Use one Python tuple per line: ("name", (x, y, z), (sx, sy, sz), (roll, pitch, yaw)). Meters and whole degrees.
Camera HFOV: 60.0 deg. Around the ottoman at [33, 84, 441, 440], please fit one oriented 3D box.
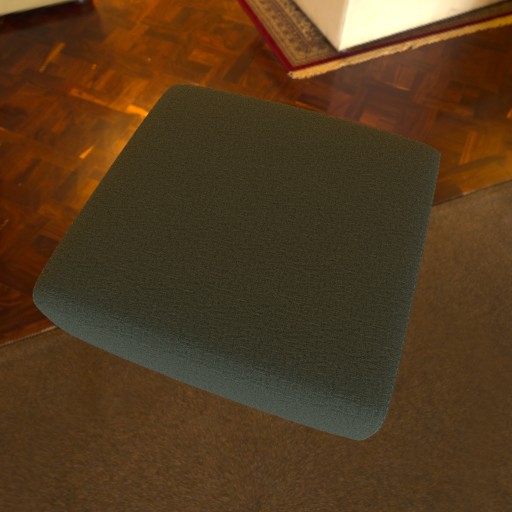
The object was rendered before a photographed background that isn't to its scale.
("ottoman", (0.000, 0.000, 1.013), (0.650, 0.398, 0.649), (17, 61, 10))
